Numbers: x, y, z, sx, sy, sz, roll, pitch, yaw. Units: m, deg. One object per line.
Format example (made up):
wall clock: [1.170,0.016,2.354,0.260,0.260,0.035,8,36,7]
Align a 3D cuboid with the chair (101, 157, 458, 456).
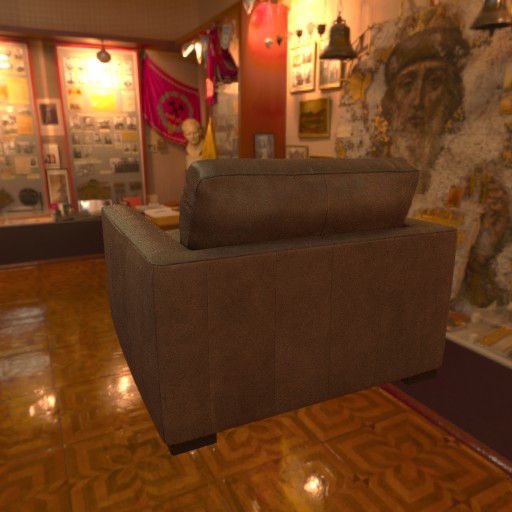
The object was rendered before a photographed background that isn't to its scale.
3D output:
chair: [0.000,0.000,1.793,1.100,0.812,1.069,-7,16,-24]
